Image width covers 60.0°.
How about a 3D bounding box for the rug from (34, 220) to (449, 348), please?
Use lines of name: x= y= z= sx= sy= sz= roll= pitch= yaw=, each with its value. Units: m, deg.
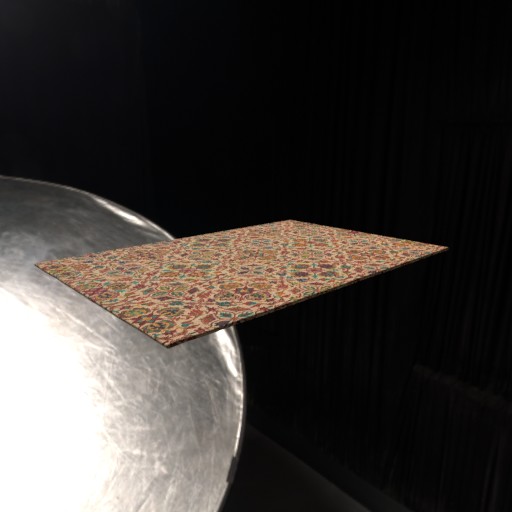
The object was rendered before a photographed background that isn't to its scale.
rug: x=0.000 y=0.000 z=2.926 sx=2.297 sy=0.018 sz=1.541 roll=-13 pitch=19 yaw=-41
